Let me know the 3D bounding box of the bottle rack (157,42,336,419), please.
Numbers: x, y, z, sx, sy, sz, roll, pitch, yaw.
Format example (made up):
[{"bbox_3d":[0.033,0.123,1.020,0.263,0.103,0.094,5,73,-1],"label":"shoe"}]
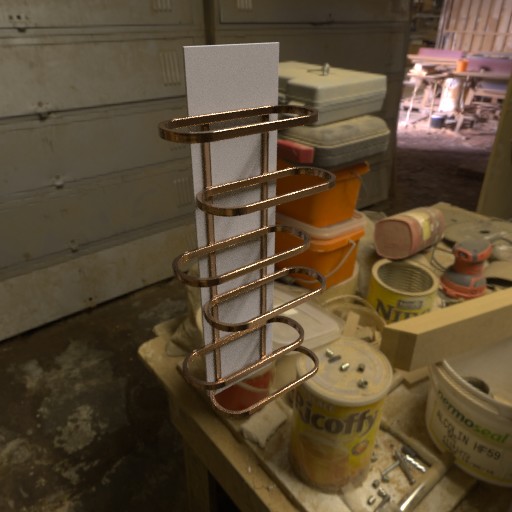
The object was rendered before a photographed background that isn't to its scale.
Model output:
[{"bbox_3d":[0.000,0.000,0.827,0.332,0.709,0.118,-20,35,-32],"label":"bottle rack"}]
